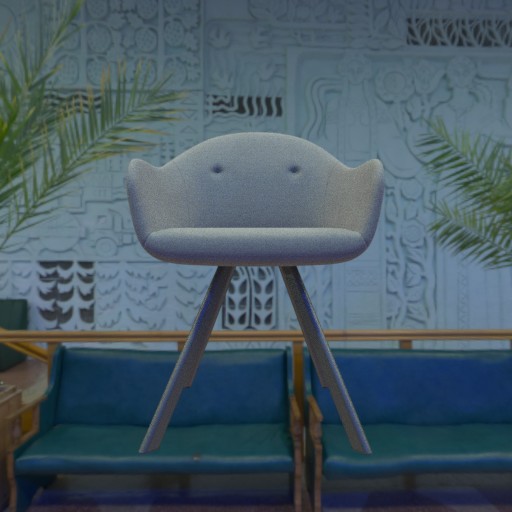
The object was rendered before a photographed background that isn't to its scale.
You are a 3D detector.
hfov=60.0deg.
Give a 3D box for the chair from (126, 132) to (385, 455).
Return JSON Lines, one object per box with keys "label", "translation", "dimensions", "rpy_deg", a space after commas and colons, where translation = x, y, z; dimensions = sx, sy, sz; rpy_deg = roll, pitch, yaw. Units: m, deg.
{"label": "chair", "translation": [0.000, 0.000, 1.153], "dimensions": [0.540, 0.780, 0.570], "rpy_deg": [0, 0, 0]}
